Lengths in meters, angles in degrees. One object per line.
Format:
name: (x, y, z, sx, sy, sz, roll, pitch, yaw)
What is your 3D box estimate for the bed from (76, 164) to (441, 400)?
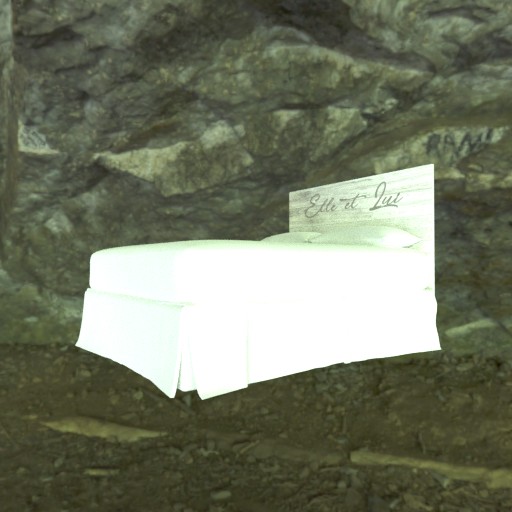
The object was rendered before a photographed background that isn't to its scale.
bed: (0.000, 0.000, 3.219, 2.094, 1.335, 1.745, 1, -1, -36)
